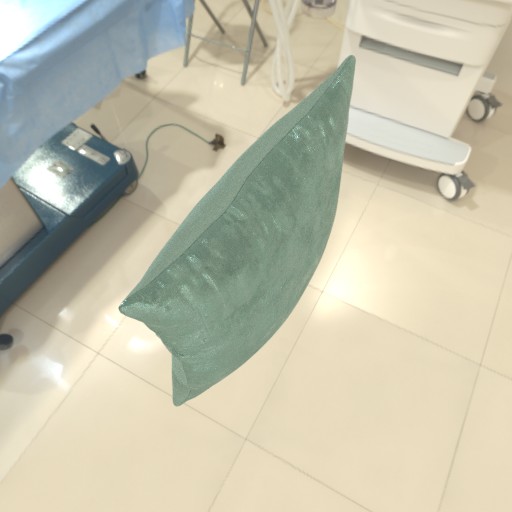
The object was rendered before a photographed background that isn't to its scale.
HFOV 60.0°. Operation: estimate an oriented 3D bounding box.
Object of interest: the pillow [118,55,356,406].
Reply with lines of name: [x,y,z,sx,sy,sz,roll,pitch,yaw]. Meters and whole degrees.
pillow: [0.000,0.000,0.709,0.175,0.464,0.470,31,64,17]
